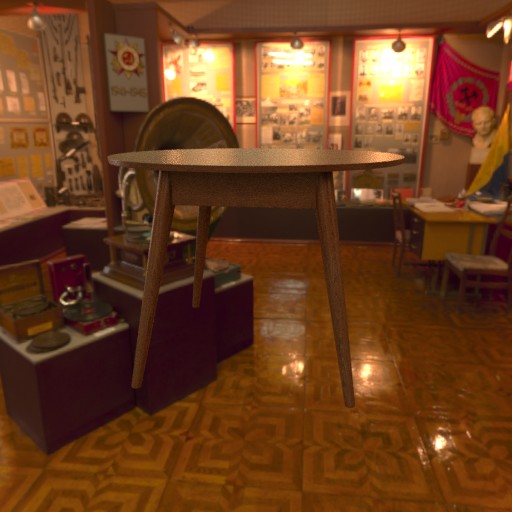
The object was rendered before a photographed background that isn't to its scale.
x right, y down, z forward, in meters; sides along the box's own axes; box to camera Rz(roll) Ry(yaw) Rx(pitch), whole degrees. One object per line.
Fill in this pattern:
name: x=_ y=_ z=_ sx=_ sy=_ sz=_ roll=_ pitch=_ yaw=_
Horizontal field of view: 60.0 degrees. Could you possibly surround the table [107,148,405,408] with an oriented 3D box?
table: x=0.000 y=0.000 z=1.757 sx=1.053 sy=0.786 sz=1.053 roll=0 pitch=16 yaw=0
